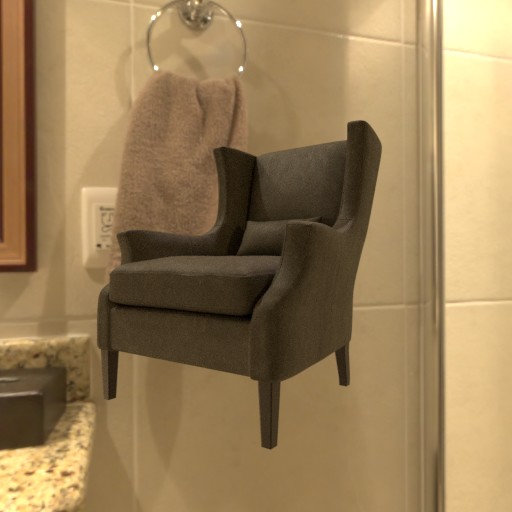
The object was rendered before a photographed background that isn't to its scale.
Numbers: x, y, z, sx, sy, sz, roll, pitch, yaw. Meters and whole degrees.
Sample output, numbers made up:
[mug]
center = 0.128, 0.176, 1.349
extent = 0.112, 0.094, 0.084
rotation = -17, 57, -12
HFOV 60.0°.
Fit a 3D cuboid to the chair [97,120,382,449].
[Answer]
[chair]
center = 0.000, 0.000, 1.717
extent = 0.853, 1.016, 0.926
rotation = 0, 0, 36
